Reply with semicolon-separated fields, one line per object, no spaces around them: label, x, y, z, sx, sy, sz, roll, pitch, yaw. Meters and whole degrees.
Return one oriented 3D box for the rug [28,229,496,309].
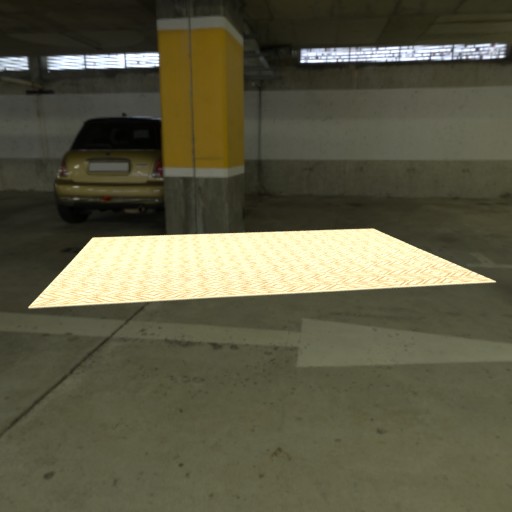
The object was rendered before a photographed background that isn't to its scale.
rug;0.000;0.000;2.284;1.828;0.007;1.220;-2;14;-9
